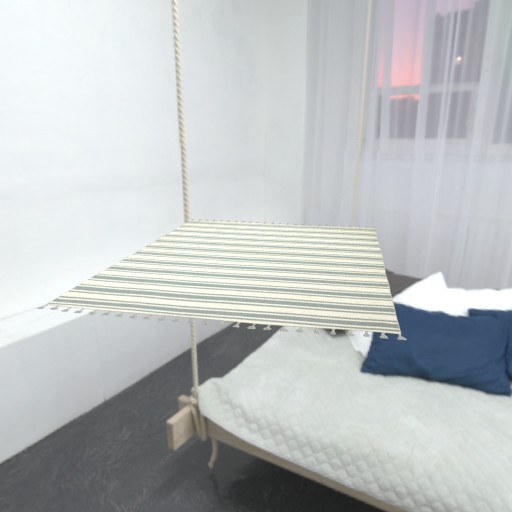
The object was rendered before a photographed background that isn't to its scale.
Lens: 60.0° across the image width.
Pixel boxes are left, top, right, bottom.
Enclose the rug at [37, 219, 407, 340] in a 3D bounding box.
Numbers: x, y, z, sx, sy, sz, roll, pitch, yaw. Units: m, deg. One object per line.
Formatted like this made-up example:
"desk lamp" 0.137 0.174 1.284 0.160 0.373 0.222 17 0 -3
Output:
"rug" 0.000 0.000 4.299 2.439 0.005 3.201 3 16 11
